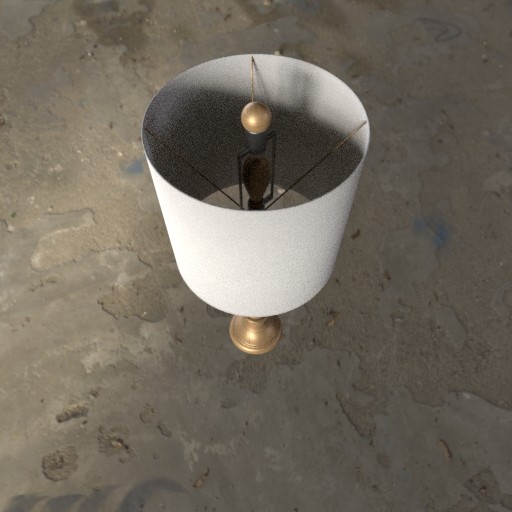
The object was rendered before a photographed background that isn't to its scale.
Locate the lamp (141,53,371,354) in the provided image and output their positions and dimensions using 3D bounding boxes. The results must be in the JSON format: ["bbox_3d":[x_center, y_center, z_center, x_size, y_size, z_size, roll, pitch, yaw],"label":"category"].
[{"bbox_3d":[0.000,0.000,0.720,0.250,0.597,0.250,-2,58,-1],"label":"lamp"}]
